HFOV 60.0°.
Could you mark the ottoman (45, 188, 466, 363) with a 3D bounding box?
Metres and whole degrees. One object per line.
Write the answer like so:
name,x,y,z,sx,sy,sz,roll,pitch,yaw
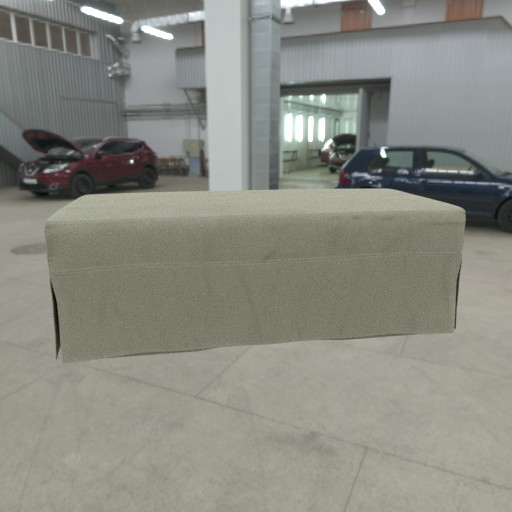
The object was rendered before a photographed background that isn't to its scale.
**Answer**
ottoman,0.000,0.000,1.712,1.388,0.457,0.665,-2,15,-9
